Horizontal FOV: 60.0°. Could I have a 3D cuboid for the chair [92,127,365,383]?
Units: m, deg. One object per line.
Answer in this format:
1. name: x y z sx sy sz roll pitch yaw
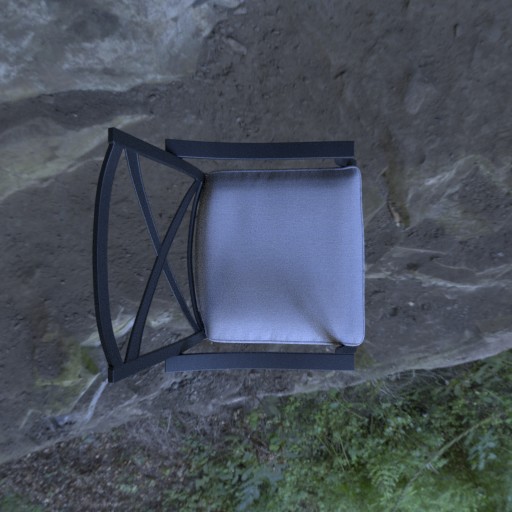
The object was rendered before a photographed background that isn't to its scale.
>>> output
1. chair: 0.000 0.000 1.281 0.620 0.889 0.575 0 90 1
